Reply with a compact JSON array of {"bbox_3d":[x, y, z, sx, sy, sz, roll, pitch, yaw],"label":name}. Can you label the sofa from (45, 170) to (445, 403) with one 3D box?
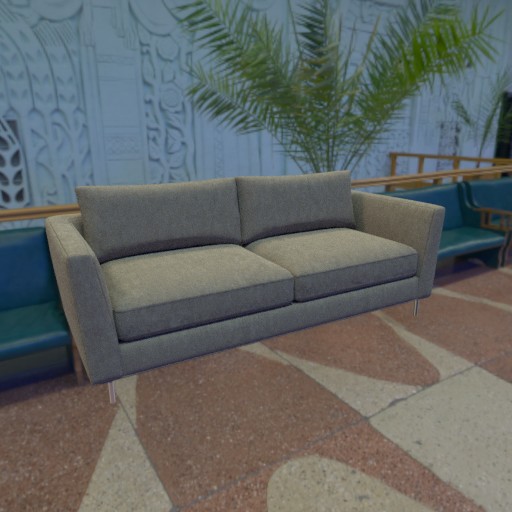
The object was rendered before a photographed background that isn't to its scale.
[{"bbox_3d":[0.000,0.000,2.573,2.121,0.864,0.889,-9,19,-28],"label":"sofa"}]
